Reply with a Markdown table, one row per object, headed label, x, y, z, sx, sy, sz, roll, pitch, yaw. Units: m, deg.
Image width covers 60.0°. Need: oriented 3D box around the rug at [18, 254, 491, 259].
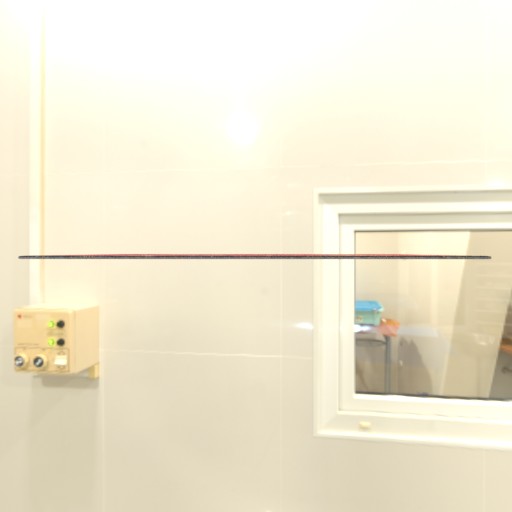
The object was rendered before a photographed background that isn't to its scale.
| label | x | y | z | sx | sy | sz | roll | pitch | yaw |
| --- | --- | --- | --- | --- | --- | --- | --- | --- | --- |
| rug | 0.000 | 0.000 | 3.040 | 2.449 | 0.018 | 1.539 | 0 | 1 | 2 |
